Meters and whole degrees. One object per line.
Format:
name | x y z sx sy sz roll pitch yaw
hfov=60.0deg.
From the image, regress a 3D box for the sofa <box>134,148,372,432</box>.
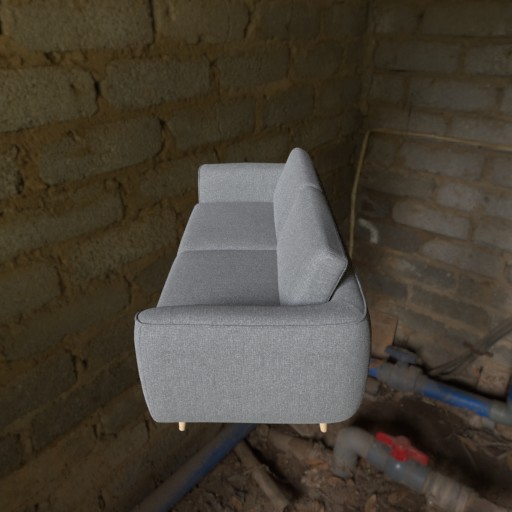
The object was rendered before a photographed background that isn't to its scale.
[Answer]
sofa | 0.000 0.000 2.470 0.920 0.870 2.000 0 28 1
